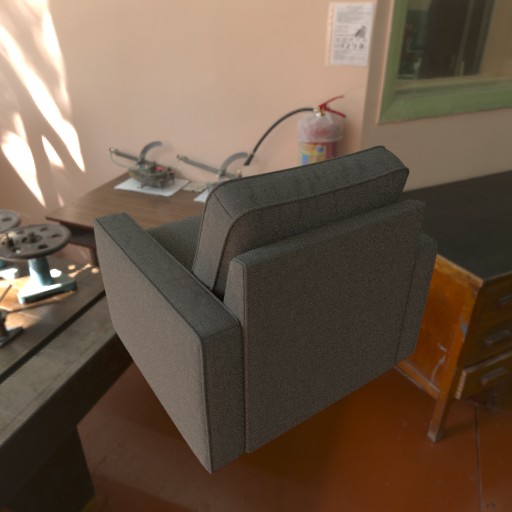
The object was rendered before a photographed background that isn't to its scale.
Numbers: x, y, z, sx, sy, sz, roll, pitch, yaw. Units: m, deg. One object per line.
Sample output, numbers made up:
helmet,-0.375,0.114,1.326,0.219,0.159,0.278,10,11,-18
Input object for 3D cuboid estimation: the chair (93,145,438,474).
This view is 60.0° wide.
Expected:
chair,0.000,0.000,1.753,1.017,0.919,0.940,-19,34,-30
